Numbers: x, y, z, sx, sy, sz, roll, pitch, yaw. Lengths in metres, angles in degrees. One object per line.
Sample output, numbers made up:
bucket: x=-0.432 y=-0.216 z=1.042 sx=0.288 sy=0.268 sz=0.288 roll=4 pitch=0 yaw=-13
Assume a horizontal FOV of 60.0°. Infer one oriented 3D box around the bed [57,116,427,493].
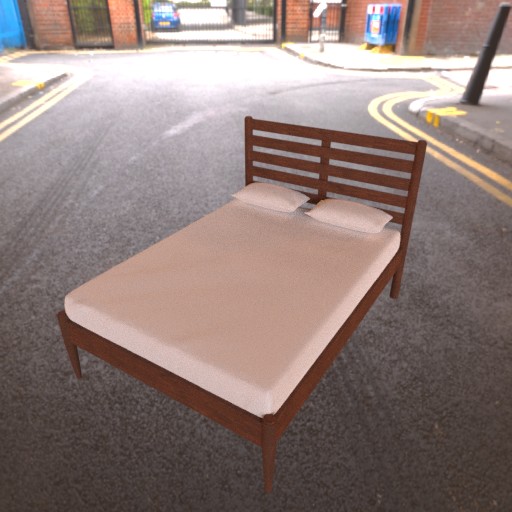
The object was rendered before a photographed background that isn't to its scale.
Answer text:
bed: x=0.000 y=0.000 z=2.982 sx=1.509 sy=1.304 sz=2.093 roll=17 pitch=34 yaw=28
